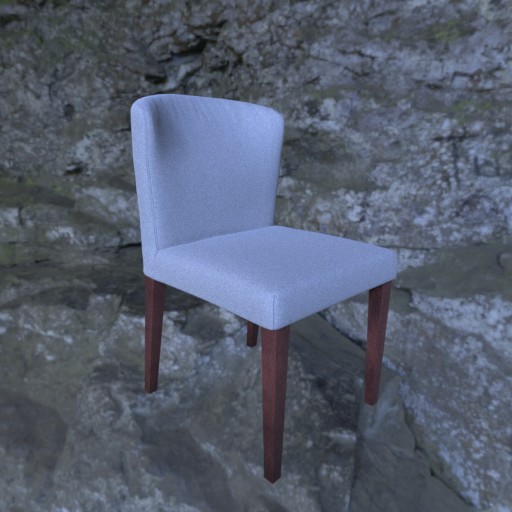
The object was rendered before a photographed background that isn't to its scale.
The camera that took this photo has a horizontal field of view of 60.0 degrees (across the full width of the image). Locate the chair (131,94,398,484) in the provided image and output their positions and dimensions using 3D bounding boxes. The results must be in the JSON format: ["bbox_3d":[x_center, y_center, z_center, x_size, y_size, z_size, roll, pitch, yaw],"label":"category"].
[{"bbox_3d":[0.000,0.000,1.183,0.491,0.839,0.592,-15,21,-43],"label":"chair"}]
